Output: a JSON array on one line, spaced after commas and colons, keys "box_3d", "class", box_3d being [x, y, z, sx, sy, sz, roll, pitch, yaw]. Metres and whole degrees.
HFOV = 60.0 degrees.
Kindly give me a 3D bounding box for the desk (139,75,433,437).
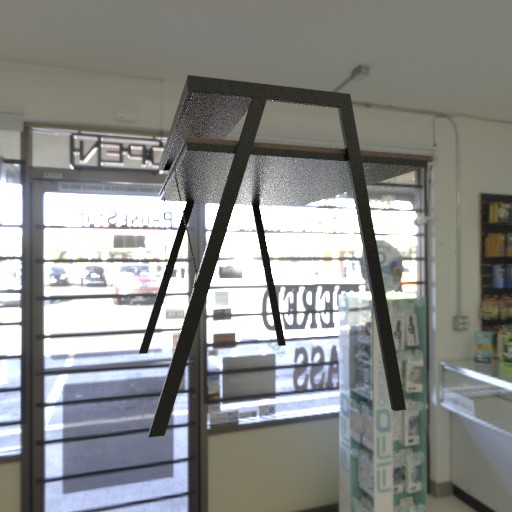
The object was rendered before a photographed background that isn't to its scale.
[{"box_3d": [0.000, 0.000, 1.883, 0.936, 0.998, 1.143, 0, -1, -16], "class": "desk"}]
